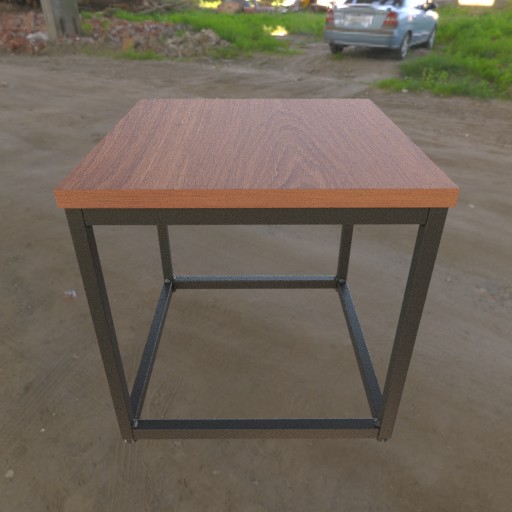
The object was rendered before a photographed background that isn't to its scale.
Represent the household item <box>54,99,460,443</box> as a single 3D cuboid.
[{"bbox_3d":[0.000,0.000,0.711,0.400,0.400,0.400,0,32,0],"label":"household item"}]
